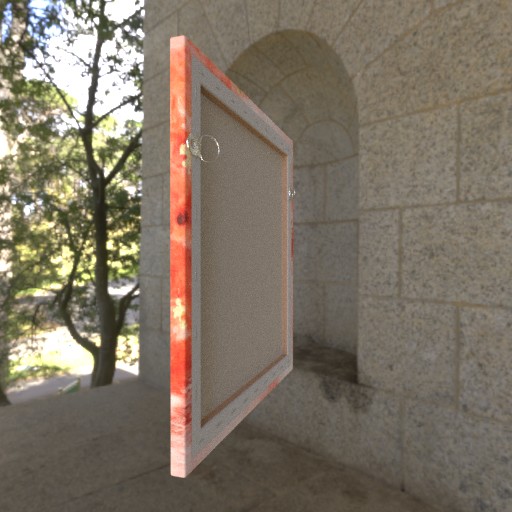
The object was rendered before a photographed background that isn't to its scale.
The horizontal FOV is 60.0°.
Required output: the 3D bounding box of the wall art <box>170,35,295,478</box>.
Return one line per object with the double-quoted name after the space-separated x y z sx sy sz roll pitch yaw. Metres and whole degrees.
0.000 0.000 1.291 0.066 0.878 0.878 0 0 19 "wall art"
